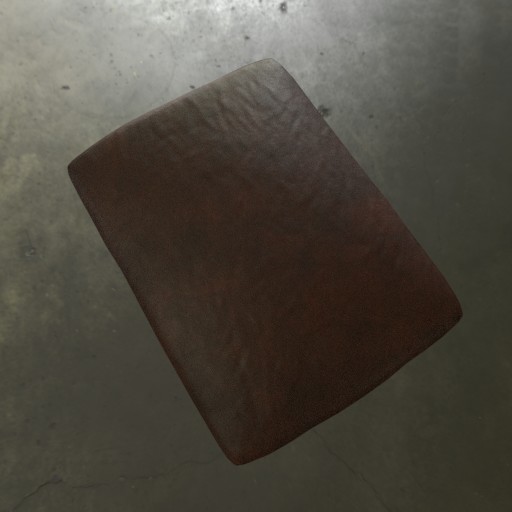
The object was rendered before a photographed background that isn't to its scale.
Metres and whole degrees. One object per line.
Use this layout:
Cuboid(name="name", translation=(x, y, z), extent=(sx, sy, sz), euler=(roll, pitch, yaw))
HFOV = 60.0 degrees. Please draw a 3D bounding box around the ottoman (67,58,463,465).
Cuboid(name="ottoman", translation=(0.000, 0.000, 1.247), extent=(0.659, 0.527, 0.887), euler=(-31, 77, -8))
